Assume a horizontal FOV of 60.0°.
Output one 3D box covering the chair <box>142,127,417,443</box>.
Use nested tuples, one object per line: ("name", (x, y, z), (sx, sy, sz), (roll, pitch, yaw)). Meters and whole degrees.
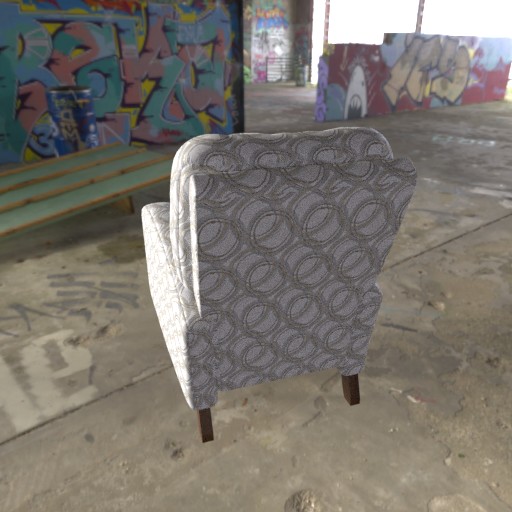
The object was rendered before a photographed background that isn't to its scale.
("chair", (0.000, 0.000, 1.750), (0.796, 1.065, 0.995), (-8, 26, -16))
